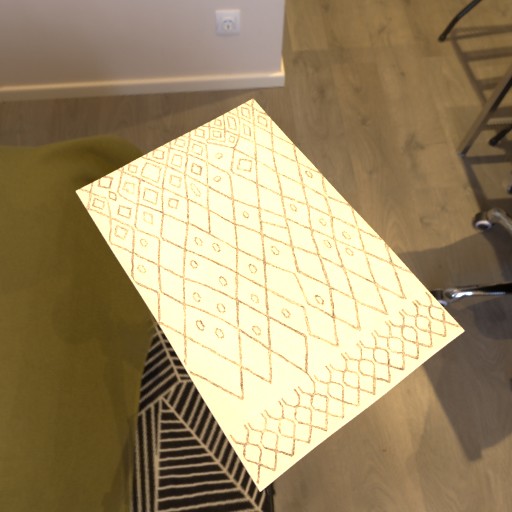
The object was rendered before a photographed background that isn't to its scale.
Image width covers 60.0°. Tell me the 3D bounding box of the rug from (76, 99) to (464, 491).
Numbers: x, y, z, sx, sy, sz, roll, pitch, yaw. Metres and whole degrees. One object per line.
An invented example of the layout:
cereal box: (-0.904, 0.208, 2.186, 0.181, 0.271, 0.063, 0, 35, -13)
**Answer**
rug: (0.000, 0.000, 2.336, 1.222, 0.015, 1.828, -32, 69, -14)
